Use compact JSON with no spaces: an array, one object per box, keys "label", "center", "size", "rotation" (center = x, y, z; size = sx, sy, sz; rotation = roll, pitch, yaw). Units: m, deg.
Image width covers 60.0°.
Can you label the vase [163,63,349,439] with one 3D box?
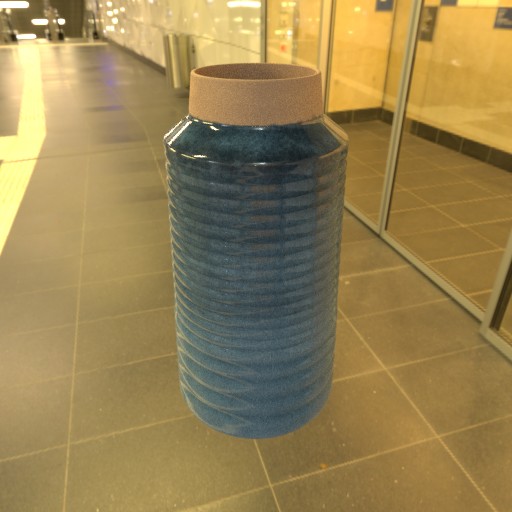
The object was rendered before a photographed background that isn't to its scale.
[{"label":"vase","center":[0.000,0.000,0.405],"size":[0.163,0.316,0.163],"rotation":[0,30,0]}]
